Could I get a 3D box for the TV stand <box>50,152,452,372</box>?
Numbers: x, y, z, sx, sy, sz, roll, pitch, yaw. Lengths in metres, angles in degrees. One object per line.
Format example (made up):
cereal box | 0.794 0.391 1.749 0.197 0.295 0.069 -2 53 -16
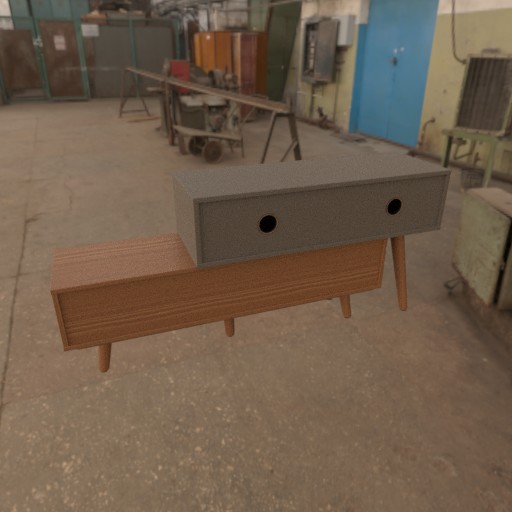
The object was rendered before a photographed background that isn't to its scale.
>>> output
TV stand | 0.000 0.000 1.603 1.336 0.591 0.329 -9 27 -18
